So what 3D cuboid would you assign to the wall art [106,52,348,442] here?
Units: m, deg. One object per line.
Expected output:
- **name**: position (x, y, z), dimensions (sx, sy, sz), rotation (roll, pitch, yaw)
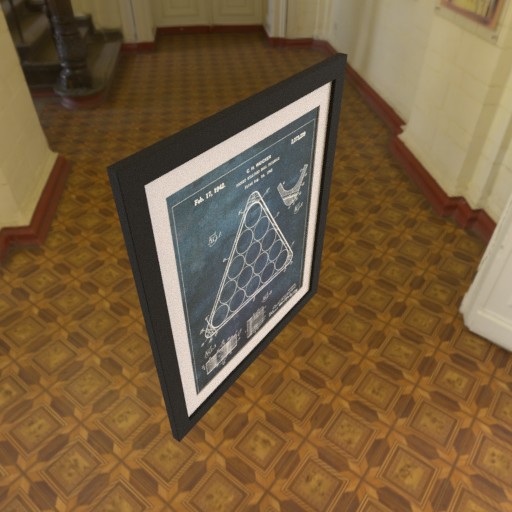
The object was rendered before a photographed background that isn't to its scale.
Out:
- **wall art**: position (0.000, 0.000, 0.500), dimensions (0.010, 0.361, 0.311), rotation (26, 47, 27)
